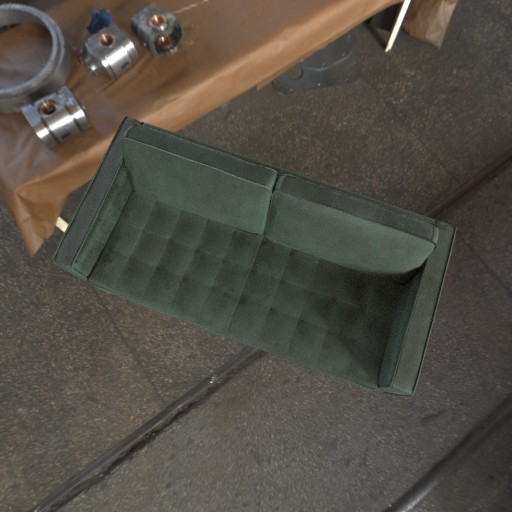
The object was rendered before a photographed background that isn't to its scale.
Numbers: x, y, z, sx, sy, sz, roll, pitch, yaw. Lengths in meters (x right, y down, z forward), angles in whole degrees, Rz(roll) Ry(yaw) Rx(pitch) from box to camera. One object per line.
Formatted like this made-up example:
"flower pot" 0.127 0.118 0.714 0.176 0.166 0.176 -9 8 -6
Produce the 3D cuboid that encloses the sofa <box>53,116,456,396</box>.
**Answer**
"sofa" 0.000 0.000 2.328 1.816 0.781 0.886 20 75 5
